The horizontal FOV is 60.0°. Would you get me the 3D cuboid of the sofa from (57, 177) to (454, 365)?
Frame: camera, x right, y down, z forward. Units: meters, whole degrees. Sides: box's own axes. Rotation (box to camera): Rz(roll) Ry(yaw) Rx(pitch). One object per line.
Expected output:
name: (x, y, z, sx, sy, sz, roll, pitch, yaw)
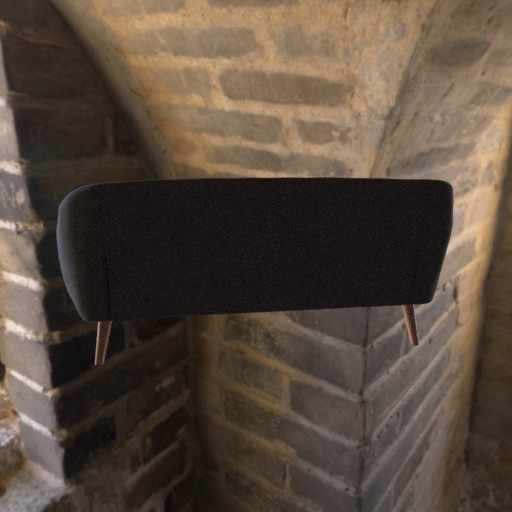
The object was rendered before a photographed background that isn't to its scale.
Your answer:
sofa: (0.000, 0.000, 2.248, 1.840, 0.820, 0.820, -2, 13, -8)
